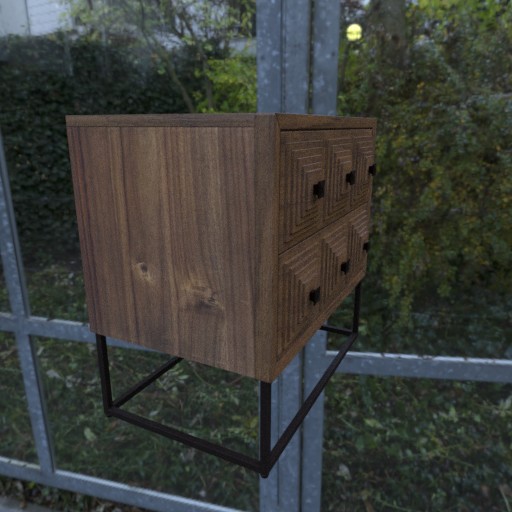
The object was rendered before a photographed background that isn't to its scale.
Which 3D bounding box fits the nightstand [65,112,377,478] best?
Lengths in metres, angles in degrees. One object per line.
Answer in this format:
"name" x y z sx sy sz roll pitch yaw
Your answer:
"nightstand" 0.000 0.000 1.020 0.437 0.610 0.610 8 18 26
